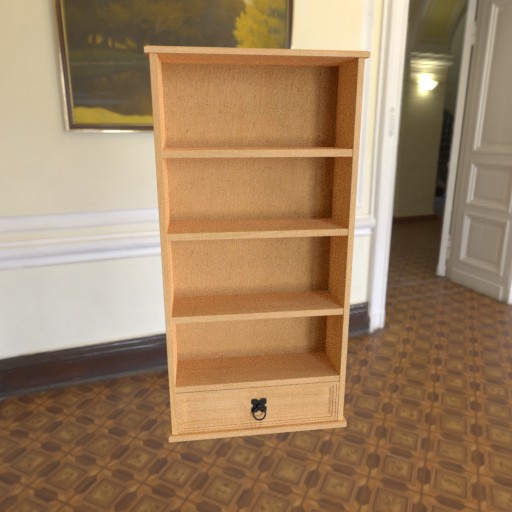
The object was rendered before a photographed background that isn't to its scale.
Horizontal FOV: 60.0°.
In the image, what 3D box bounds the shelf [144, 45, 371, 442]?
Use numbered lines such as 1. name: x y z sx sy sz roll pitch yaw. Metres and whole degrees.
1. shelf: 0.000 0.000 1.229 0.520 1.030 0.175 -2 16 -7
